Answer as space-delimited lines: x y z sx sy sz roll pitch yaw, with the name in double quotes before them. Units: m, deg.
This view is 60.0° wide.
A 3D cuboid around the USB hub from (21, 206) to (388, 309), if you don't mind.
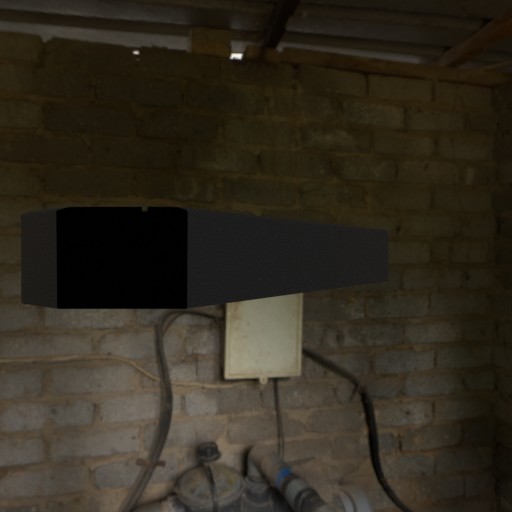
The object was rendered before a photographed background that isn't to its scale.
"USB hub" 0.000 0.000 0.157 0.044 0.023 0.145 0 1 37
